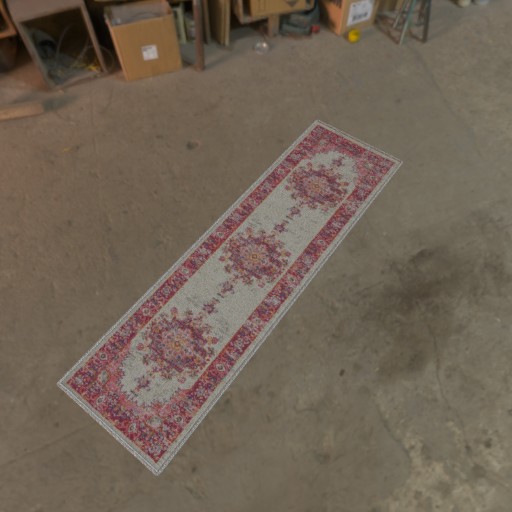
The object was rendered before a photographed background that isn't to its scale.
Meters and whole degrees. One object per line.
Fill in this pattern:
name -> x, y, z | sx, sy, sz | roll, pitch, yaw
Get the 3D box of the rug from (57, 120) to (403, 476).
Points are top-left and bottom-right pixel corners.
rug -> 0.000, 0.000, 2.490 | 0.666, 0.011, 2.294 | 33, 64, 18
